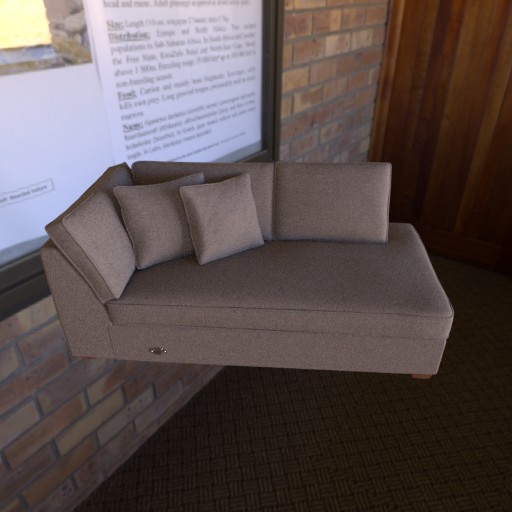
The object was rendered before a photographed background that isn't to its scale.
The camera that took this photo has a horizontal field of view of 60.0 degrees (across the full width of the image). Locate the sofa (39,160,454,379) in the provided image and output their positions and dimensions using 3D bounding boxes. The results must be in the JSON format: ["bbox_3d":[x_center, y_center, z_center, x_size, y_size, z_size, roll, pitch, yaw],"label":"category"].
[{"bbox_3d":[0.000,0.000,2.851,2.237,1.033,1.110,2,31,3],"label":"sofa"}]
